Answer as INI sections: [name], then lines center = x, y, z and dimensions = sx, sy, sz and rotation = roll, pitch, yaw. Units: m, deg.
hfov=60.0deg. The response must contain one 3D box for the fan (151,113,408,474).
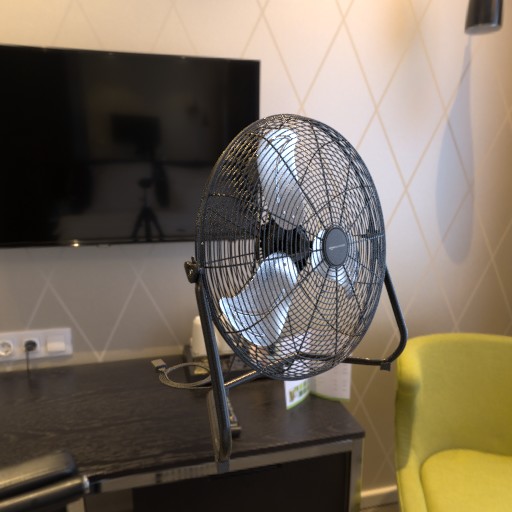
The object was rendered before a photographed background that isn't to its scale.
[fan]
center = 0.000, 0.000, 1.012
dimensions = 0.595, 0.605, 0.470
rotation = -11, 16, -43
